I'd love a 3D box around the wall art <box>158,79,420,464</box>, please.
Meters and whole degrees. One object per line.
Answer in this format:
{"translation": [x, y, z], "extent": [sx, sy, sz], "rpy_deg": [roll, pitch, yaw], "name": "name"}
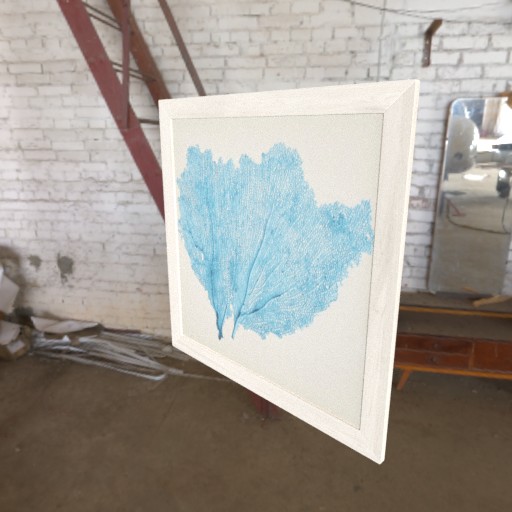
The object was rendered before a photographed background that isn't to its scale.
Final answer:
{"translation": [0.000, 0.000, 0.842], "extent": [0.013, 0.584, 0.584], "rpy_deg": [-15, 22, -43], "name": "wall art"}
